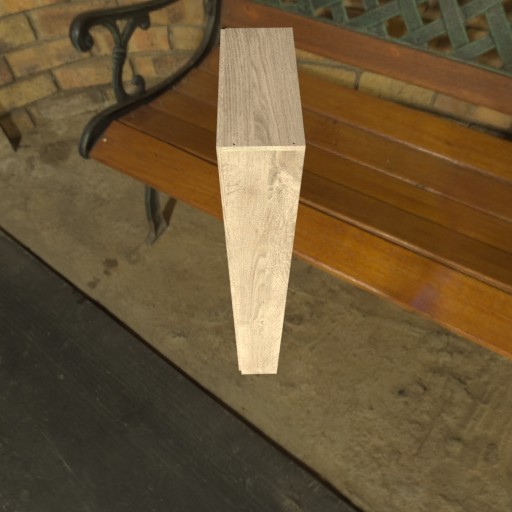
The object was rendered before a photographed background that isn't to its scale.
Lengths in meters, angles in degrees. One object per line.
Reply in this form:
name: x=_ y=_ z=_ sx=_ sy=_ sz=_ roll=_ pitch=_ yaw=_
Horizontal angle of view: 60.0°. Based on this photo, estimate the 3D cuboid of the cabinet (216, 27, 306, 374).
cabinet: x=0.000 y=0.000 z=1.963 sx=0.230 sy=1.790 sz=0.500 roll=-1 pitch=58 yaw=-1
